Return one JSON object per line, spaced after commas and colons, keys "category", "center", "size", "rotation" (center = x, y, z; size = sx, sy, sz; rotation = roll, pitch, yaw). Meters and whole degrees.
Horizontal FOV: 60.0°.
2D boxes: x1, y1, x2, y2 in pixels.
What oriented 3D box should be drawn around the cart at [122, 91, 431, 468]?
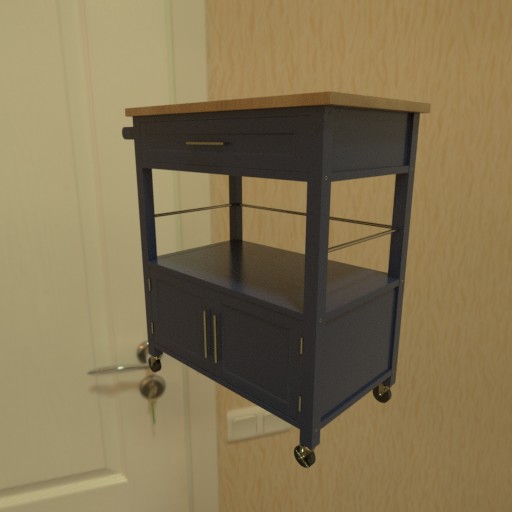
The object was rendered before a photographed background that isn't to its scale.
{"category": "cart", "center": [0.000, 0.000, 1.408], "size": [0.840, 0.901, 0.459], "rotation": [14, 20, 42]}
